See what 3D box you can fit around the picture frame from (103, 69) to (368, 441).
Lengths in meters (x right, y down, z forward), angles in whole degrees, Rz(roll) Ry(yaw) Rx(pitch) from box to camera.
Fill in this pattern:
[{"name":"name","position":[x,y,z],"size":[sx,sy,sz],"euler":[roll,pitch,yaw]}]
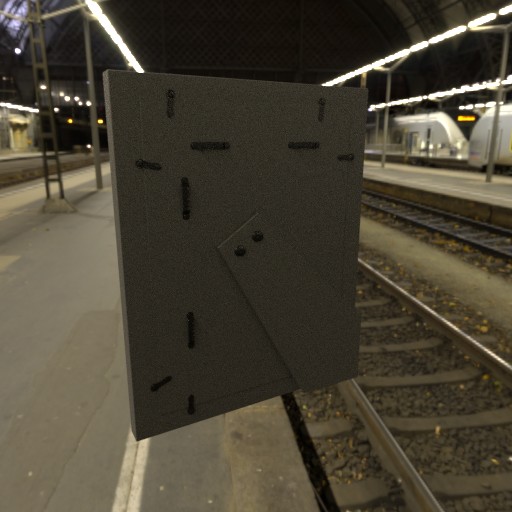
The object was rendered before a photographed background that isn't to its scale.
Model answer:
[{"name":"picture frame","position":[0.000,0.000,0.517],"size":[0.307,0.383,0.036],"euler":[-8,17,-28]}]
